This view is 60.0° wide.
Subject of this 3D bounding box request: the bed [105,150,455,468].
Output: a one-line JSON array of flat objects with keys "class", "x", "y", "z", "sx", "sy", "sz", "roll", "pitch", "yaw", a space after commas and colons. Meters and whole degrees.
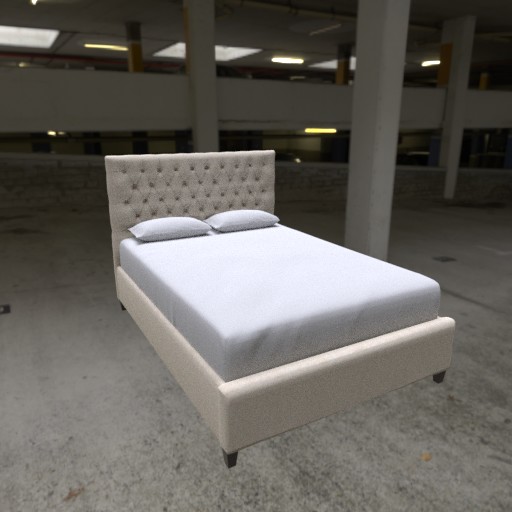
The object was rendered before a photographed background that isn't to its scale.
[{"class": "bed", "x": 0.000, "y": 0.000, "z": 3.413, "sx": 1.698, "sy": 1.427, "sz": 2.387, "roll": -9, "pitch": 19, "yaw": -28}]
